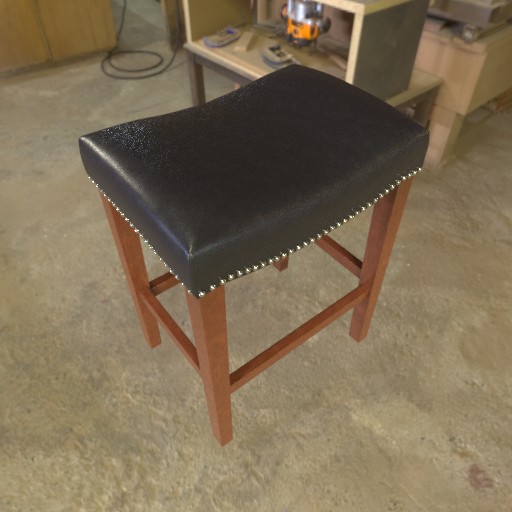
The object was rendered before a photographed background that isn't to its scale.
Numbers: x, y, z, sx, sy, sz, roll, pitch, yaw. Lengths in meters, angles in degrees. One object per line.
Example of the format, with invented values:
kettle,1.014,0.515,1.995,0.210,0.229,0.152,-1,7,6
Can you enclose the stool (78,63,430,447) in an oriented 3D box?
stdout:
stool,0.000,0.000,0.972,0.504,0.654,0.372,-29,53,-25
